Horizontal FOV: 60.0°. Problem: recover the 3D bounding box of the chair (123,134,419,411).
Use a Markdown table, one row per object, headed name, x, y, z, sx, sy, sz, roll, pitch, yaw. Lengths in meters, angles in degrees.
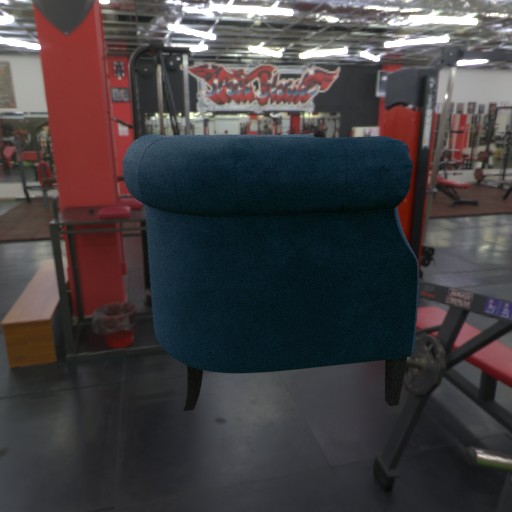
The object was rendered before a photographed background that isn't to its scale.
| name | x | y | z | sx | sy | sz | roll | pitch | yaw |
| --- | --- | --- | --- | --- | --- | --- | --- | --- | --- |
| chair | 0.000 | 0.000 | 1.558 | 0.851 | 0.826 | 0.904 | -3 | 16 | -11 |
